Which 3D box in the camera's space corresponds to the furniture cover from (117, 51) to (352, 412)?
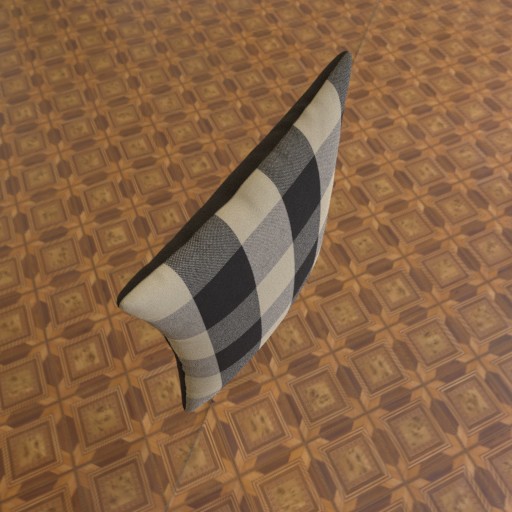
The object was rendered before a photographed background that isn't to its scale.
[{"bbox_3d":[0.000,0.000,0.780,0.161,0.509,0.511,30,63,17],"label":"furniture cover"}]
